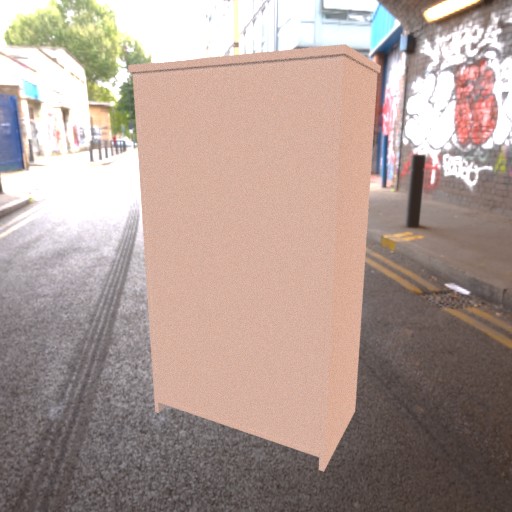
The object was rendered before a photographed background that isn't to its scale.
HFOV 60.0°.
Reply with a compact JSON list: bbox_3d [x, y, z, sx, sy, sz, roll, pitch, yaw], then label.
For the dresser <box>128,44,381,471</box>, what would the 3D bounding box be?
[{"bbox_3d":[0.000,0.000,1.575,0.704,1.255,0.399,8,17,27],"label":"dresser"}]
